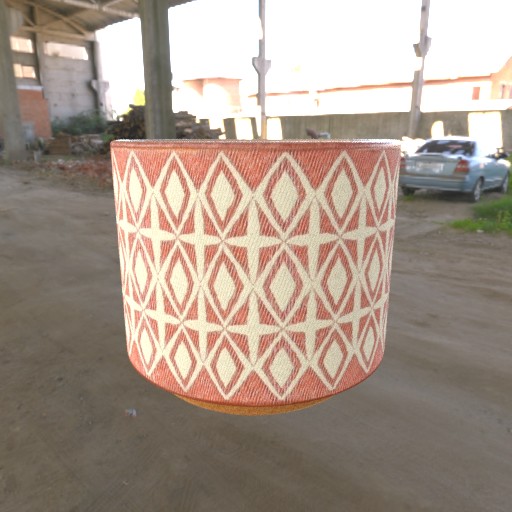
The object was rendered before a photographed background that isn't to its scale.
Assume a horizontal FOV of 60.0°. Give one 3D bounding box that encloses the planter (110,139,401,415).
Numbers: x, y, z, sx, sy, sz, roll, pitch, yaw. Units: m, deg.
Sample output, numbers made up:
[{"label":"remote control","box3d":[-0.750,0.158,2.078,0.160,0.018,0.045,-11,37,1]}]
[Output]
[{"label":"planter","box3d":[0.000,0.000,0.467,0.273,0.237,0.273,0,15,0]}]
